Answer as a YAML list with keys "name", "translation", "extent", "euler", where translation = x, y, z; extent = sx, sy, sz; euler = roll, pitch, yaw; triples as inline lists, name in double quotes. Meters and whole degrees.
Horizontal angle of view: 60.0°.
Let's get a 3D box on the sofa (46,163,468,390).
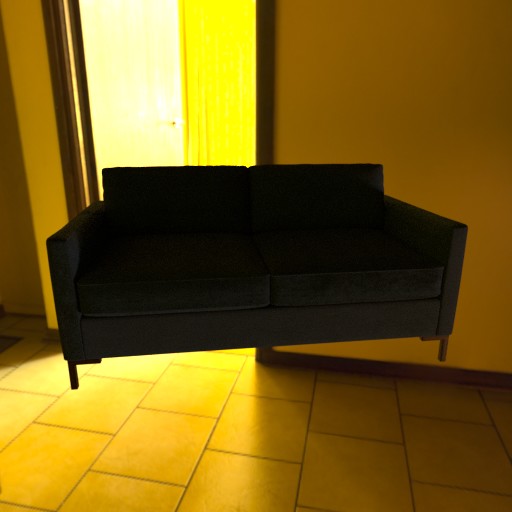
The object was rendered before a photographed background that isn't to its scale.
- name: "sofa"
  translation: [0.000, 0.000, 2.145]
  extent: [1.676, 0.817, 0.875]
  euler: [-2, 17, -8]
